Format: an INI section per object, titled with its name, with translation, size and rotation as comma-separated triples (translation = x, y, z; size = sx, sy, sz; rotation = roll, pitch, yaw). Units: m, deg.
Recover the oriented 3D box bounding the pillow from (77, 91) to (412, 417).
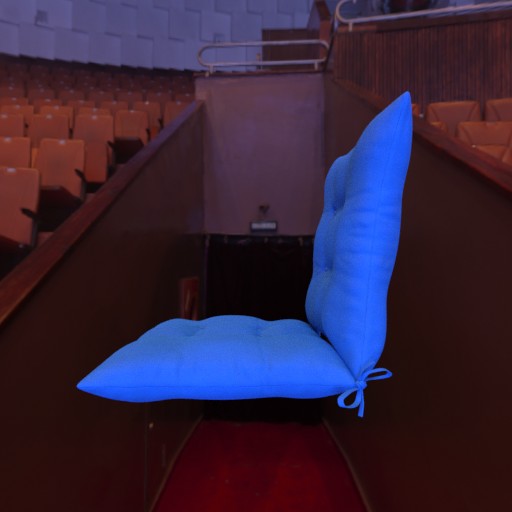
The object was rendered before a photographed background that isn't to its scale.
[pillow]
translation = 0.000, 0.000, 0.970
size = 0.585, 0.536, 0.541
rotation = 0, 0, 0
